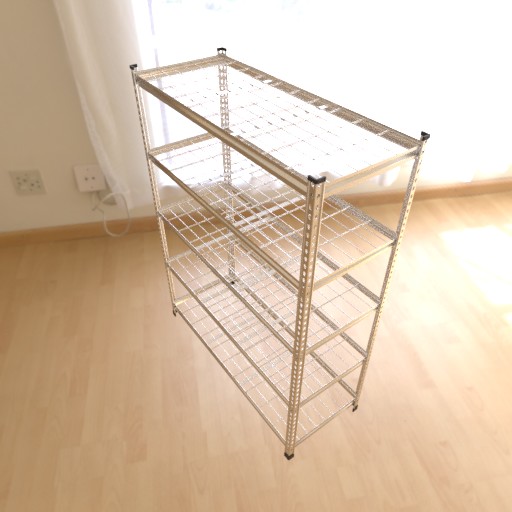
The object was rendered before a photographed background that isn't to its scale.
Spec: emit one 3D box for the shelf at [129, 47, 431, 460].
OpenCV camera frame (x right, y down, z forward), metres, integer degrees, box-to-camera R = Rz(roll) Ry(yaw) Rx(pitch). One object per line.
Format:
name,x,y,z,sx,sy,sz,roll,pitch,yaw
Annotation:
shelf,0.000,0.000,2.717,0.610,1.981,1.524,-25,46,-27
